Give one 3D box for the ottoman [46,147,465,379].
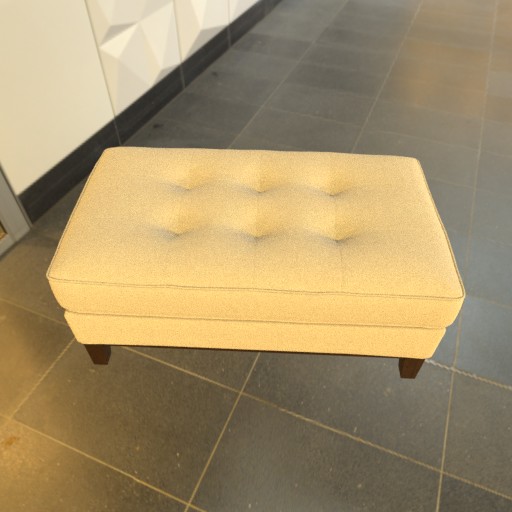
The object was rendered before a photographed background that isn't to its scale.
[{"bbox_3d":[0.000,0.000,1.520,1.143,0.508,0.648,2,47,2],"label":"ottoman"}]
